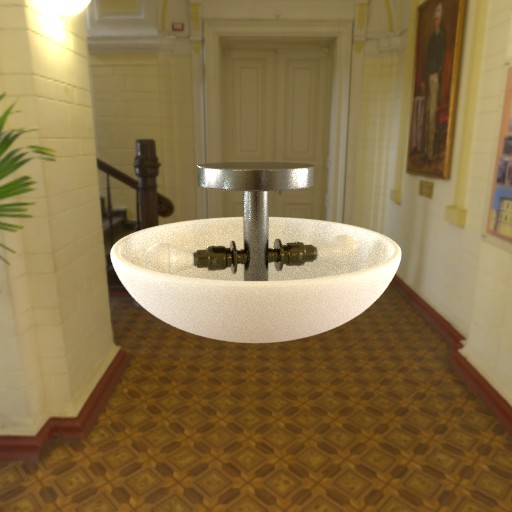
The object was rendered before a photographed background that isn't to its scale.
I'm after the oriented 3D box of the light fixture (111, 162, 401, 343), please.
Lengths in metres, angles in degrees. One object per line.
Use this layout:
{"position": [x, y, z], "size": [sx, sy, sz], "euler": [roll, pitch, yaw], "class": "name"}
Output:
{"position": [0.000, 0.000, 0.531], "size": [0.330, 0.214, 0.330], "euler": [0, 15, 0], "class": "light fixture"}
